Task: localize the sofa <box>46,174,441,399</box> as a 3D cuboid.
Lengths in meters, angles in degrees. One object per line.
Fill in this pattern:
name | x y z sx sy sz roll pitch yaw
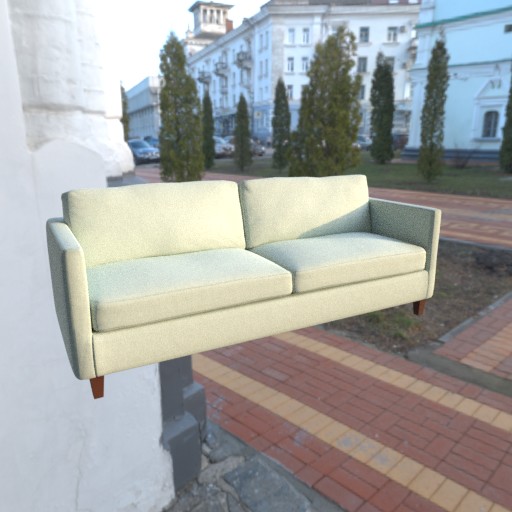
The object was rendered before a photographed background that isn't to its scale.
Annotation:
sofa | 0.000 0.000 2.923 2.434 0.965 0.948 -8 17 -27
